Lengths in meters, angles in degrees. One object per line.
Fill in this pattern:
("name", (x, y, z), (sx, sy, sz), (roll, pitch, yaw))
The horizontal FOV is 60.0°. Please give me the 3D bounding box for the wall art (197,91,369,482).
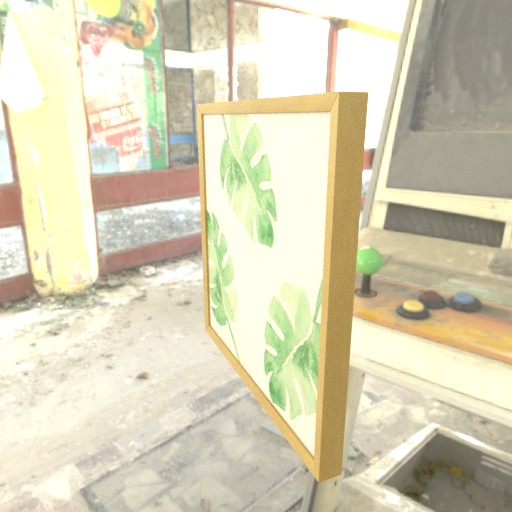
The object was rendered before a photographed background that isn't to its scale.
("wall art", (0.000, 0.000, 0.765), (0.038, 0.508, 0.508), (-8, 19, -23))
